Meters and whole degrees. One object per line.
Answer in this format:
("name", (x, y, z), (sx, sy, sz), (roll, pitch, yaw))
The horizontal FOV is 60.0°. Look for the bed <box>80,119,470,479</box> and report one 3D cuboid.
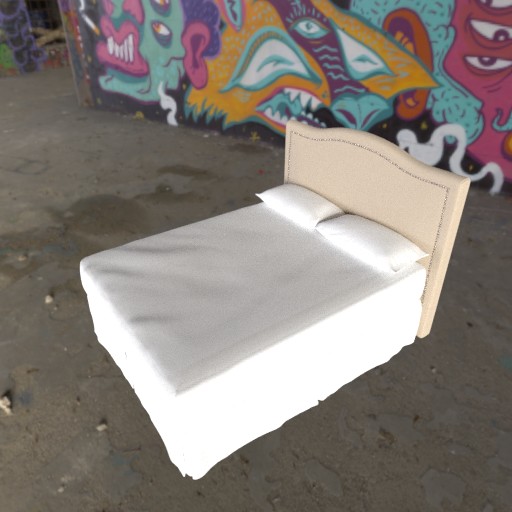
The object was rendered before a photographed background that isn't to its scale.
("bed", (0.000, 0.000, 3.210), (2.143, 1.460, 1.753), (-21, 37, -30))
